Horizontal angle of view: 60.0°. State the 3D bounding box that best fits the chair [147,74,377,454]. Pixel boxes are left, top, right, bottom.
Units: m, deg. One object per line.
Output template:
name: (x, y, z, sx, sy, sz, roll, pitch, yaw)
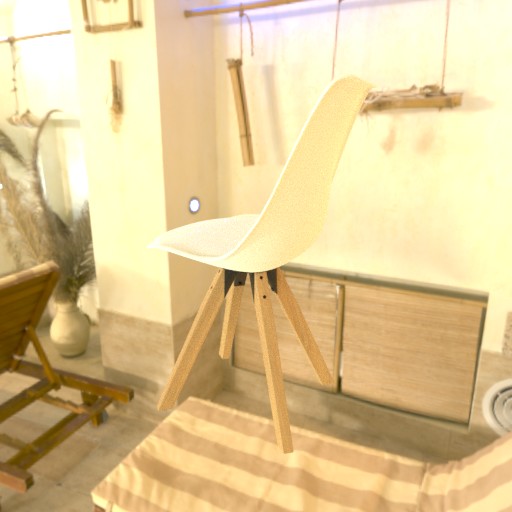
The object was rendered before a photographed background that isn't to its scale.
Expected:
chair: (0.000, 0.000, 1.170, 0.550, 0.849, 0.485, 8, 18, 25)
